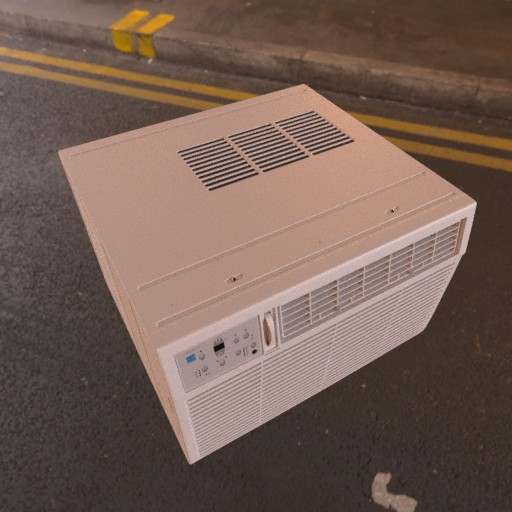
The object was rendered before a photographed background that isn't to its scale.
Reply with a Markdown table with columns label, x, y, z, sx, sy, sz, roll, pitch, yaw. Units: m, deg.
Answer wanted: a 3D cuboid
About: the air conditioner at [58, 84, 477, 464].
| label | x | y | z | sx | sy | sz | roll | pitch | yaw |
| --- | --- | --- | --- | --- | --- | --- | --- | --- | --- |
| air conditioner | 0.000 | 0.000 | 1.049 | 0.645 | 0.455 | 0.599 | -23 | 50 | -21 |
